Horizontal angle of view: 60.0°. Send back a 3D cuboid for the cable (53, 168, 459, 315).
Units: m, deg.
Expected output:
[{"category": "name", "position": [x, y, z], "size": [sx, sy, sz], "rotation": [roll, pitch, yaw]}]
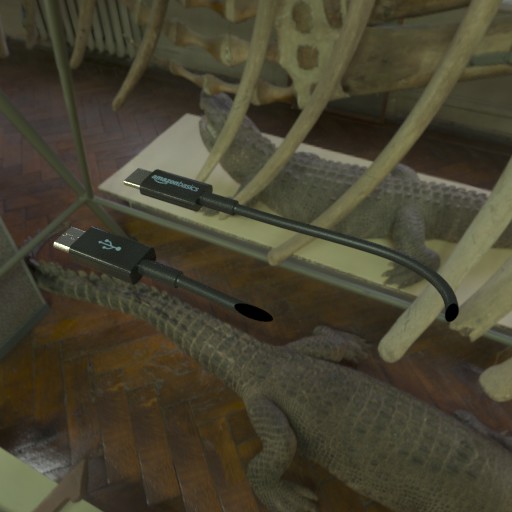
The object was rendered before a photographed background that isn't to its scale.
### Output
[{"category": "cable", "position": [0.000, 0.000, 0.113], "size": [0.098, 0.006, 0.040], "rotation": [19, 48, 17]}]
